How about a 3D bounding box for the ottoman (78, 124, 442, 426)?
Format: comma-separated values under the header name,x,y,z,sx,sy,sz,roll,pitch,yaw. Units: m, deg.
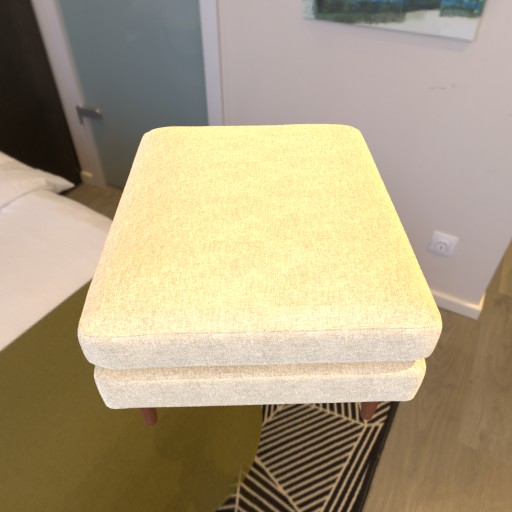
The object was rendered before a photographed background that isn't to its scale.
name,x,y,z,sx,sy,sz,roll,pitch,yaw
ottoman,0.000,0.000,1.223,0.693,0.474,0.821,-1,42,-1
